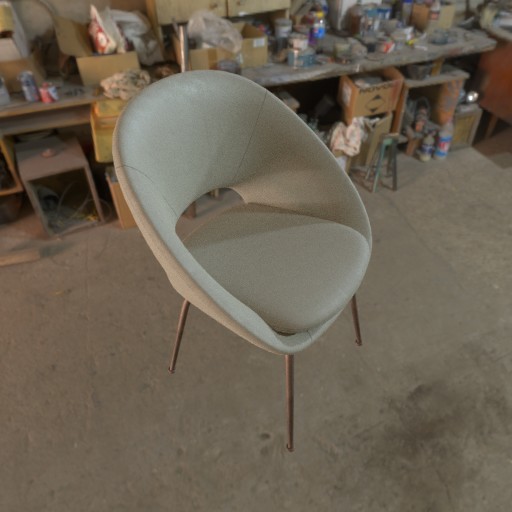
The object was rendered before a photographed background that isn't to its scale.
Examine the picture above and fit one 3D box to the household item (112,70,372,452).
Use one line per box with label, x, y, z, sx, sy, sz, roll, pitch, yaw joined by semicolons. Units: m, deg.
household item;0.000;0.000;1.213;0.573;0.852;0.623;24;46;26
